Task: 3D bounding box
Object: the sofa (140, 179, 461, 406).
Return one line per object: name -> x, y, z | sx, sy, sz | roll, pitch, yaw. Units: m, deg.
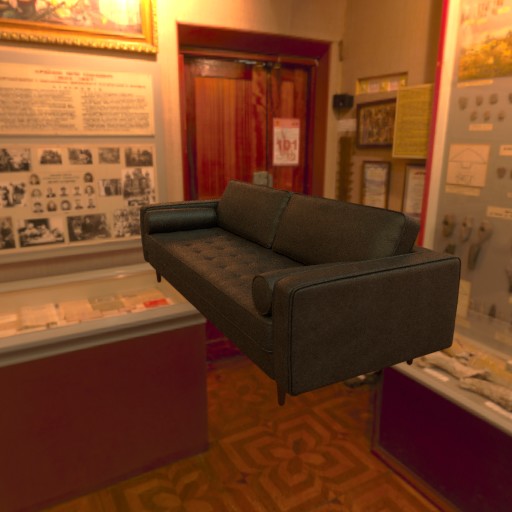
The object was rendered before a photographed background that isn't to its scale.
sofa -> 0.000, 0.000, 2.691 | 0.914, 0.762, 2.210 | -8, 17, -27
